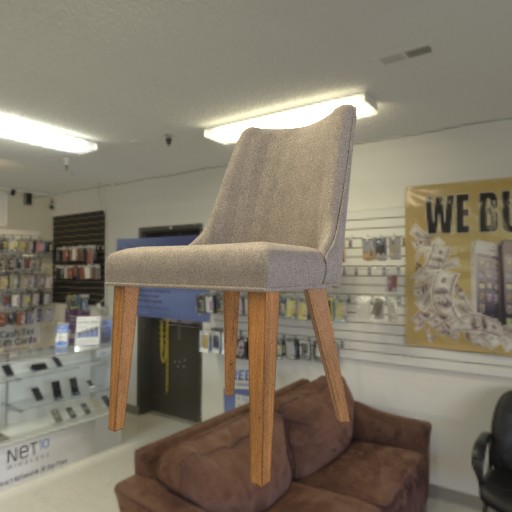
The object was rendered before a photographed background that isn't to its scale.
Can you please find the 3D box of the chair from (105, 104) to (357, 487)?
[{"bbox_3d":[0.000,0.000,1.268,0.548,0.916,0.636,-1,-2,37],"label":"chair"}]
